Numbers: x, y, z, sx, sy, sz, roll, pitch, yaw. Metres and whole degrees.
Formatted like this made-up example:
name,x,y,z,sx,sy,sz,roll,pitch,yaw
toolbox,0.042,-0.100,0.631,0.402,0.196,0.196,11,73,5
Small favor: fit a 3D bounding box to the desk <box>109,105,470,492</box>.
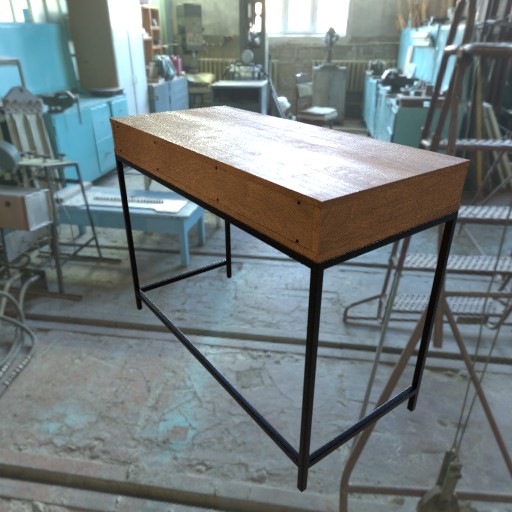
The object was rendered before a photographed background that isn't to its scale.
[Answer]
name,x,y,z,sx,sy,sz,roll,pitch,yaw
desk,0.000,0.000,1.412,0.470,0.762,1.016,-18,32,-32
